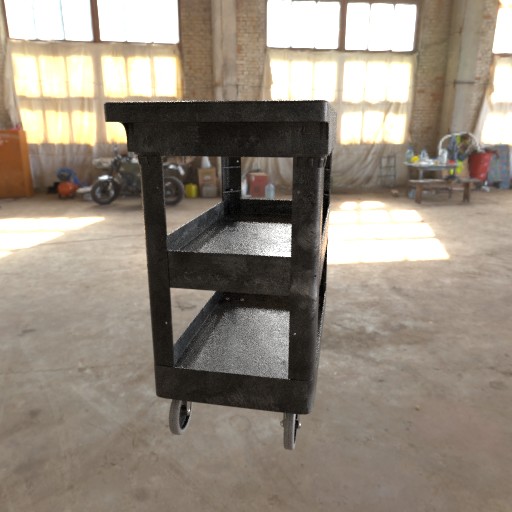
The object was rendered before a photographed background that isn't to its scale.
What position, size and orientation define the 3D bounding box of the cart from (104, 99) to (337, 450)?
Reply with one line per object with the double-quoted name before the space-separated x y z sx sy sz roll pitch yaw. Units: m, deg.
"cart" 0.000 0.000 1.308 0.420 0.824 0.877 3 17 11
